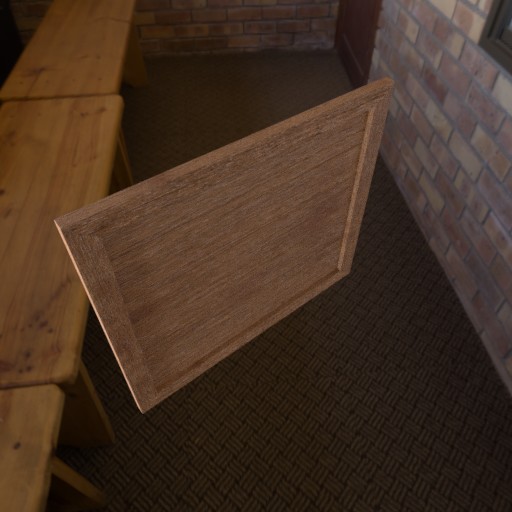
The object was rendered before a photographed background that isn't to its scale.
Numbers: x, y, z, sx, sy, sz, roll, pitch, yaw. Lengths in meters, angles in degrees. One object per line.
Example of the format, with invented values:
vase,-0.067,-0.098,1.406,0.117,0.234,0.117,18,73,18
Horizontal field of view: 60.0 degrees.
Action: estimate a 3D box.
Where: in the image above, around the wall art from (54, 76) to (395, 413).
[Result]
wall art,0.000,0.000,0.962,0.690,0.588,0.026,-30,54,-25
